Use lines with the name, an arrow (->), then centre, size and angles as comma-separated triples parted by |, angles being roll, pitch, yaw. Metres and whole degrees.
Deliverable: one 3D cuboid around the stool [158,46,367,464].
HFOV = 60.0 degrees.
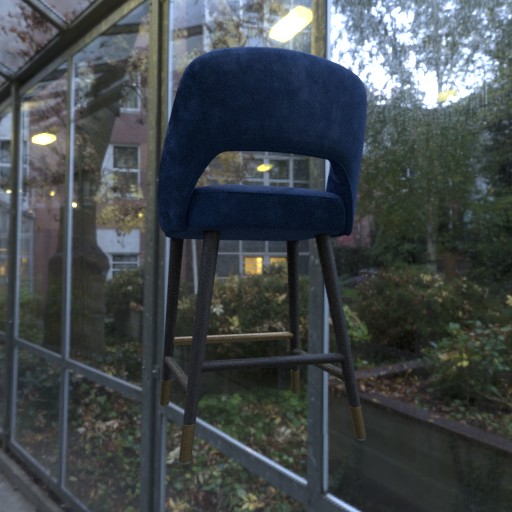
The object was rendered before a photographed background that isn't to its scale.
stool -> 0.000, 0.000, 1.224 | 0.536, 0.925, 0.524 | 0, -2, -18
